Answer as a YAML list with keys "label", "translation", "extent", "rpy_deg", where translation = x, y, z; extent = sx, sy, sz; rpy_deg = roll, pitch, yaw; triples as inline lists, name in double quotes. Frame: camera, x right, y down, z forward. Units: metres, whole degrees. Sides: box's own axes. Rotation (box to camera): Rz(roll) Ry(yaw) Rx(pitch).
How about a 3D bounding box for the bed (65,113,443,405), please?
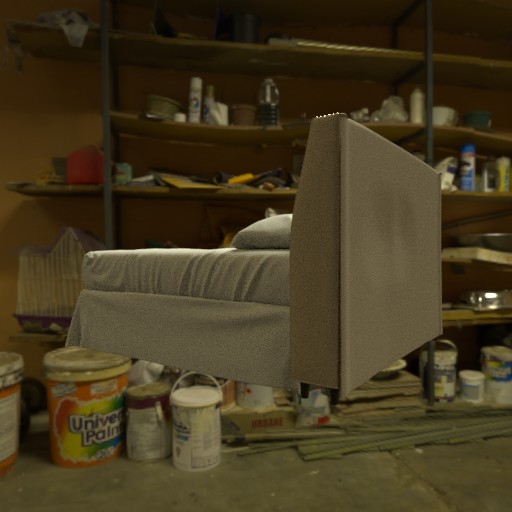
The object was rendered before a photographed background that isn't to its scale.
- label: "bed"
  translation: [0.000, 0.000, 3.371]
  extent: [2.276, 1.332, 1.925]
  rpy_deg: [0, 1, 35]
